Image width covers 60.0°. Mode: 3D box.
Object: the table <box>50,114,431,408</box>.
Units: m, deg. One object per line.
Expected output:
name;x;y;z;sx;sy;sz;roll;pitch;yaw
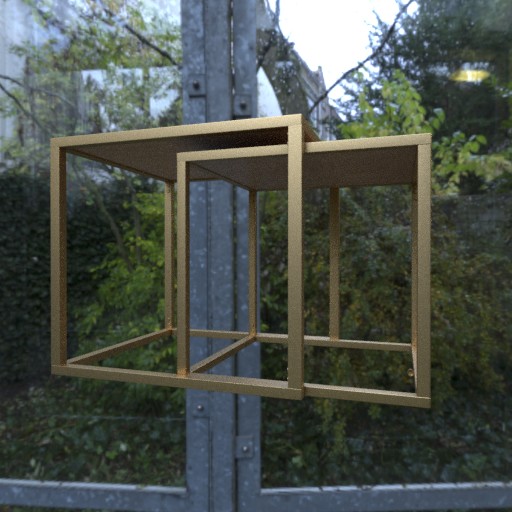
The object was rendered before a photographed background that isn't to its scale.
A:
table;0.000;0.000;1.069;0.762;0.505;0.505;0;0;18
